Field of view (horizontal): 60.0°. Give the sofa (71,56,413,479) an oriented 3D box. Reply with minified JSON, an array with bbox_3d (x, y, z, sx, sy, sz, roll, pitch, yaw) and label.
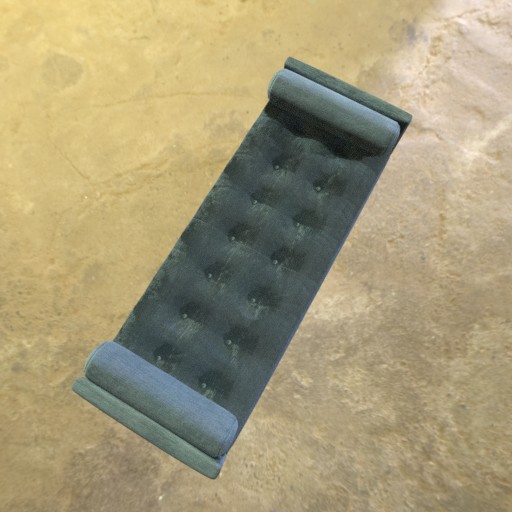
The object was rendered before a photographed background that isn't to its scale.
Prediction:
[{"bbox_3d":[0.000,0.000,2.484,0.796,0.705,2.102,29,76,8],"label":"sofa"}]
